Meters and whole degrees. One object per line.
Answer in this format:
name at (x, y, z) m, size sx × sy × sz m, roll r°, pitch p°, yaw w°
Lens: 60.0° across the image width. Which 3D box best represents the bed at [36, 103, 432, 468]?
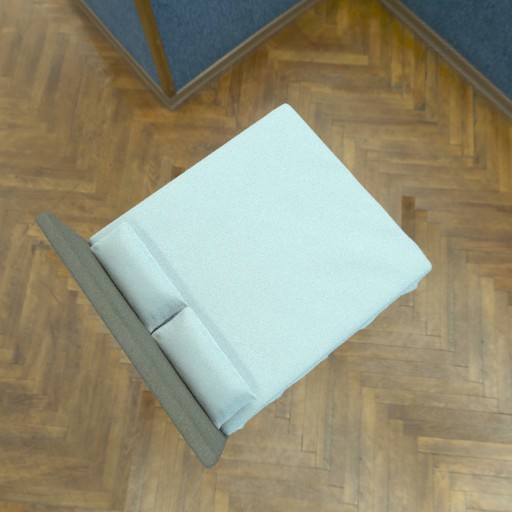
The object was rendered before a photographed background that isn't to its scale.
bed at (0.000, 0.000, 3.653) m, size 2.341 × 1.317 × 2.119 m, roll -37°, pitch 79°, yaw -9°
